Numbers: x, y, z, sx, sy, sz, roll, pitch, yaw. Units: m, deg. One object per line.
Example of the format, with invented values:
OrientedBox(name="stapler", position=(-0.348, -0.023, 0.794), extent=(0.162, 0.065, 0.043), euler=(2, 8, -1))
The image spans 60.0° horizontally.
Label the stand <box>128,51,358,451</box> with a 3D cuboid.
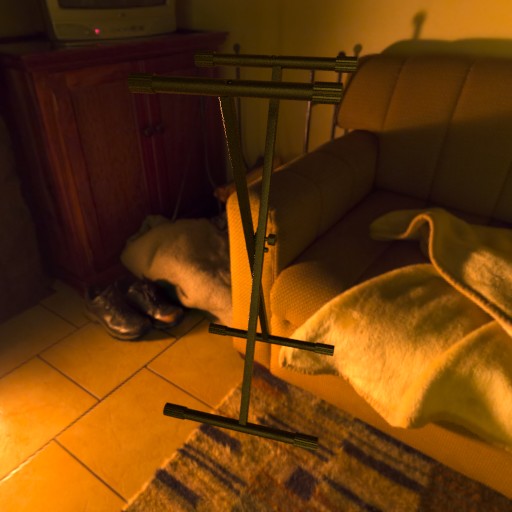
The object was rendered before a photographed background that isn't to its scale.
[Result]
OrientedBox(name="stand", position=(0.000, 0.000, 1.168), extent=(0.449, 0.940, 0.409), euler=(8, 32, 13))
